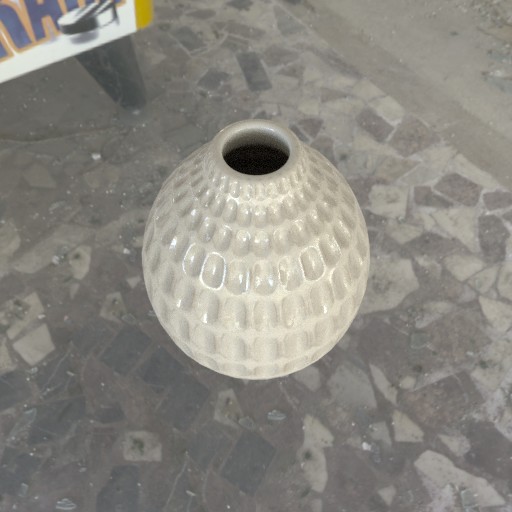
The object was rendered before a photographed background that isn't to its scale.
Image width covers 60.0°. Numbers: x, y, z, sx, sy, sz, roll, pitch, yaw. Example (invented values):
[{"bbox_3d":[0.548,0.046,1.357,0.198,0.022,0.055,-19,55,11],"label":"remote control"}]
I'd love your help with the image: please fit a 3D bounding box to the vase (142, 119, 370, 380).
[{"bbox_3d":[0.000,0.000,0.254,0.128,0.167,0.128,0,57,0],"label":"vase"}]
